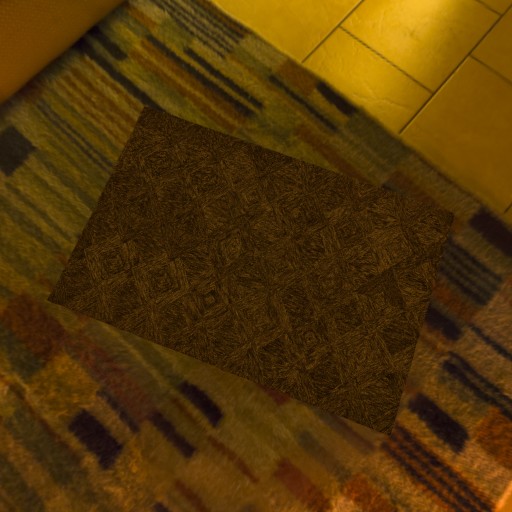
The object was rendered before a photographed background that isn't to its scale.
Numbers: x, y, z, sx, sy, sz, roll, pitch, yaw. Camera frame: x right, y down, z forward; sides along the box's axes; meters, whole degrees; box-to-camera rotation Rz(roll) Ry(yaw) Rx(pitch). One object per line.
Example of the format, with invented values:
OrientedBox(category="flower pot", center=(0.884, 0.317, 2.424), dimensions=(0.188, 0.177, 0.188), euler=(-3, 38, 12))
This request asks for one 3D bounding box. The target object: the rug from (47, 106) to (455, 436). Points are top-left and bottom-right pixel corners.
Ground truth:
OrientedBox(category="rug", center=(0.000, 0.000, 2.292), dimensions=(1.808, 0.011, 1.189), euler=(20, 77, 5))
